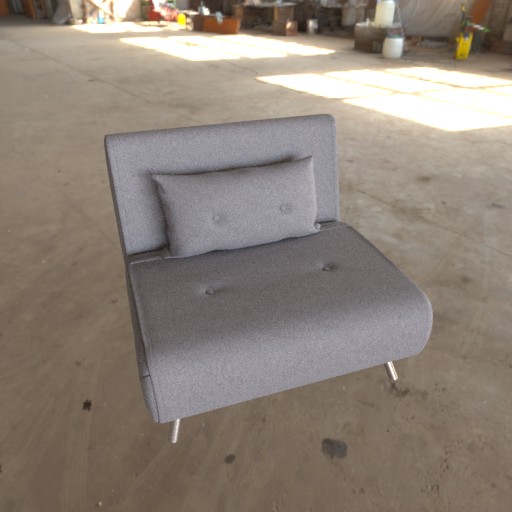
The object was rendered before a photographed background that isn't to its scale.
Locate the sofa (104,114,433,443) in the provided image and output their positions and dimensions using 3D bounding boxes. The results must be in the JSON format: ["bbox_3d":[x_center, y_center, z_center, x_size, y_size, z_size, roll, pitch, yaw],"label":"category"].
[{"bbox_3d":[0.000,0.000,1.763,1.020,0.825,1.000,-10,34,-15],"label":"sofa"}]
